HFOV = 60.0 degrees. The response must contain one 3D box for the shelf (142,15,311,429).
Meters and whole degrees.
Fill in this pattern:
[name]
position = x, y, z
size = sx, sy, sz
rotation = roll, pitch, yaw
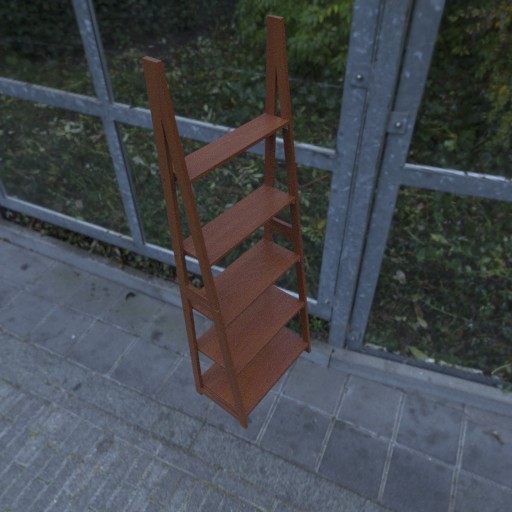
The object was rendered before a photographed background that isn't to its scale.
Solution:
[shelf]
position = 0.000, 0.000, 1.980
size = 0.356, 1.780, 0.630
rotation = 27, 48, 27
